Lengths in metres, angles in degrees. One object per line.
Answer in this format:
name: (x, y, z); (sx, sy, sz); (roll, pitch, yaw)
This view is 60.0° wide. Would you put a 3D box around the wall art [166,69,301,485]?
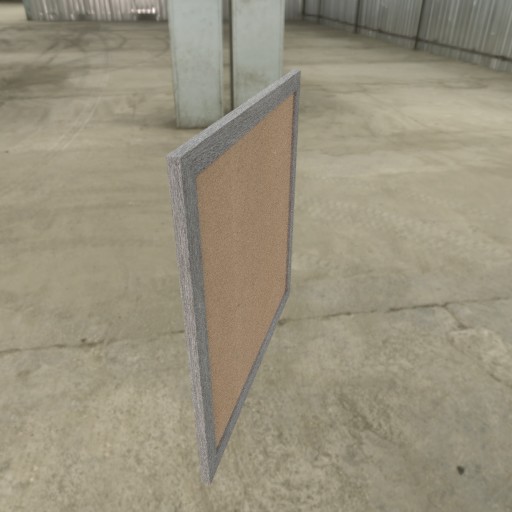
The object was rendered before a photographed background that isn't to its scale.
wall art: (0.000, 0.000, 1.001); (0.020, 0.685, 0.685); (9, 33, 15)
